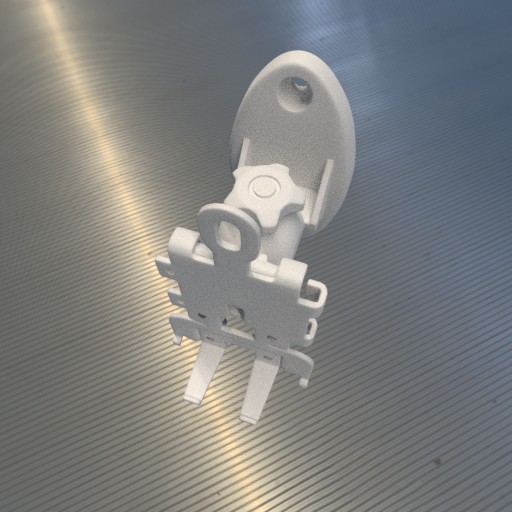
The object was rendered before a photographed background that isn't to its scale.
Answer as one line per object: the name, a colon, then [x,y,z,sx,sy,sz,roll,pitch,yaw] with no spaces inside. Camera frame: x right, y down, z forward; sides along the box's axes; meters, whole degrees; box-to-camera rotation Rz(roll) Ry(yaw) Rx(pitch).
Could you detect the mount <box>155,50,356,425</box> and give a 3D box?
mount: [0.000,0.000,0.170,0.066,0.118,0.100,16,61,9]
